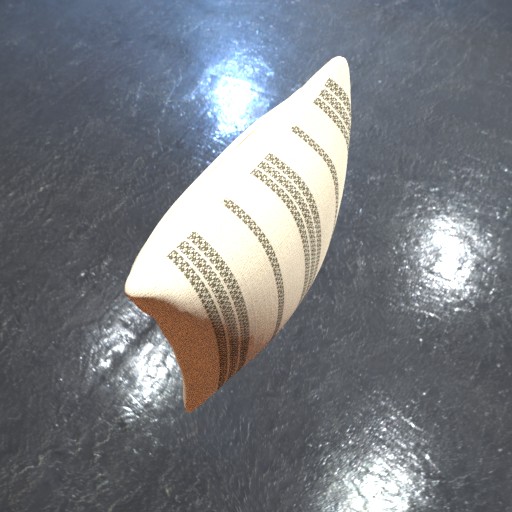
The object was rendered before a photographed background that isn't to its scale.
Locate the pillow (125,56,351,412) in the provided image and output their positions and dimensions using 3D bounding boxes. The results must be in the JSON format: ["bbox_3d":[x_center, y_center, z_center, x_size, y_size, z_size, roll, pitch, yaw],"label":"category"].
[{"bbox_3d":[0.000,0.000,0.635,0.173,0.406,0.405,29,62,17],"label":"pillow"}]
